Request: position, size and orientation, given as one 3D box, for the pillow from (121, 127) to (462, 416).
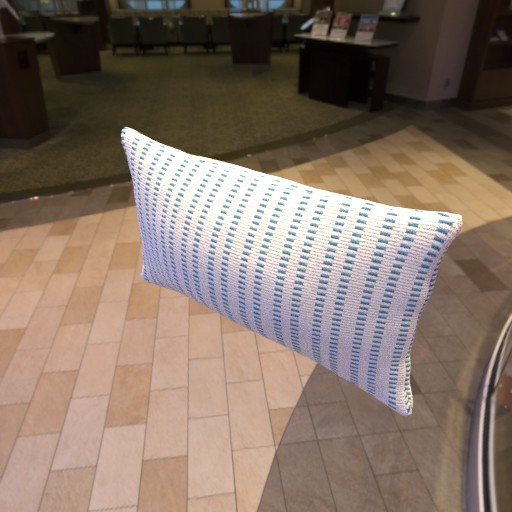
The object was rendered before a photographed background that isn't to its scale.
[{"bbox_3d":[0.000,0.000,0.788,0.640,0.353,0.210,22,38,31],"label":"pillow"}]
